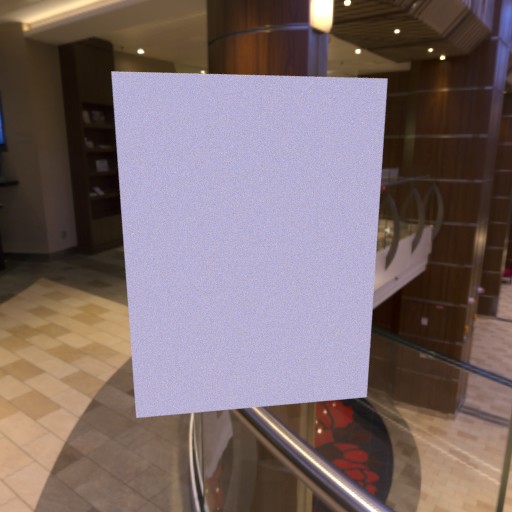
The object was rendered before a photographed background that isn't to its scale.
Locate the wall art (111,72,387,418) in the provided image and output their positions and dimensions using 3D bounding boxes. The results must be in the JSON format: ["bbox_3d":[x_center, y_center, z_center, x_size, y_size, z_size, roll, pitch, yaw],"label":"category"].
[{"bbox_3d":[0.000,0.000,0.799,0.457,0.610,0.003,-2,14,-9],"label":"wall art"}]
